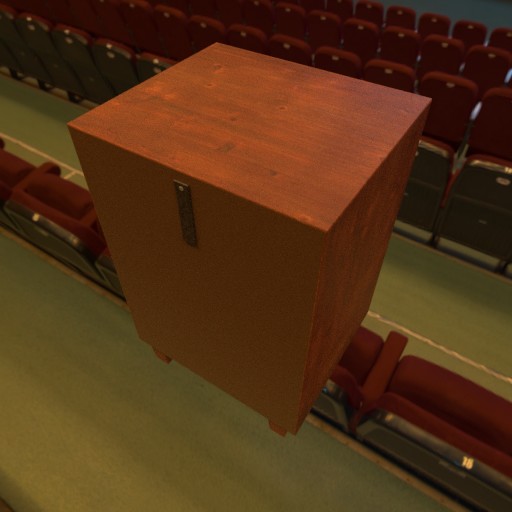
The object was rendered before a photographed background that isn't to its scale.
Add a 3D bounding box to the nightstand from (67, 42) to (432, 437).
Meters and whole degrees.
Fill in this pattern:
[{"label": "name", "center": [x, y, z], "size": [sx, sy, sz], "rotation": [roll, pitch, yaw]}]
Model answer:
[{"label": "nightstand", "center": [0.000, 0.000, 0.987], "size": [0.465, 0.695, 0.410], "rotation": [25, 51, 22]}]
